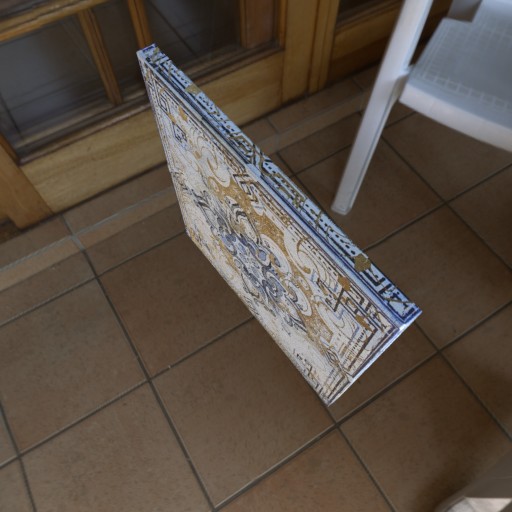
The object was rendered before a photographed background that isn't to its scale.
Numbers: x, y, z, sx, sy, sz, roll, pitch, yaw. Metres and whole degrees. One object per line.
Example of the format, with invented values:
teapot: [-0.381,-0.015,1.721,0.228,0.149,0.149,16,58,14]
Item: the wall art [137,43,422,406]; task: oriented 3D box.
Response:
wall art: [0.000,0.000,0.907,0.036,0.607,0.609,-35,68,-16]
